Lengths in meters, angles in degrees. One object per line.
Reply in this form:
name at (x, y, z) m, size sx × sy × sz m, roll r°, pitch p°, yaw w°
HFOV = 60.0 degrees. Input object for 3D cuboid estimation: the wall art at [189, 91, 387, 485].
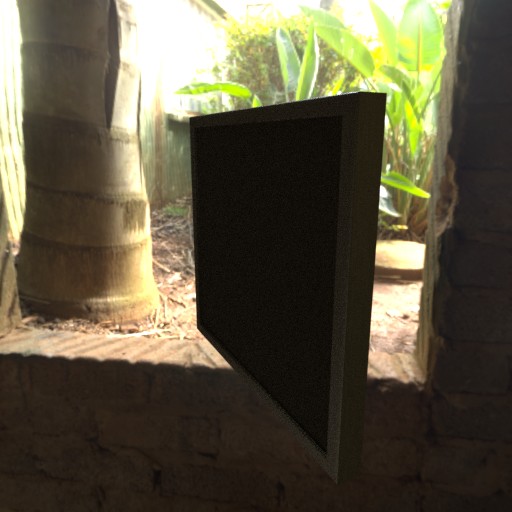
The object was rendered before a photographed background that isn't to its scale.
wall art at (0.000, 0.000, 0.523) m, size 0.028 × 0.330 × 0.380 m, roll -7°, pitch 16°, yaw -25°
